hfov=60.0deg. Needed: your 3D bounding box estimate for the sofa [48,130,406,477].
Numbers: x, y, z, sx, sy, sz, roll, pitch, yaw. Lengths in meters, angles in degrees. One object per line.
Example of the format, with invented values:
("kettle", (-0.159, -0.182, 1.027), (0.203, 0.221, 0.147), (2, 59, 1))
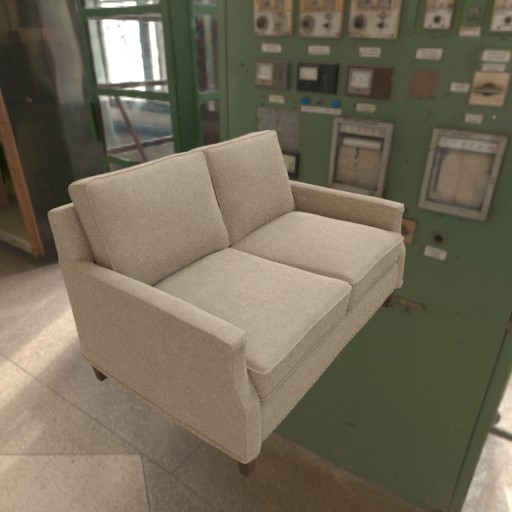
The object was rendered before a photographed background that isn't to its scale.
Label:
("sofa", (0.000, 0.000, 2.254), (1.084, 1.002, 1.597), (18, 32, 32))
